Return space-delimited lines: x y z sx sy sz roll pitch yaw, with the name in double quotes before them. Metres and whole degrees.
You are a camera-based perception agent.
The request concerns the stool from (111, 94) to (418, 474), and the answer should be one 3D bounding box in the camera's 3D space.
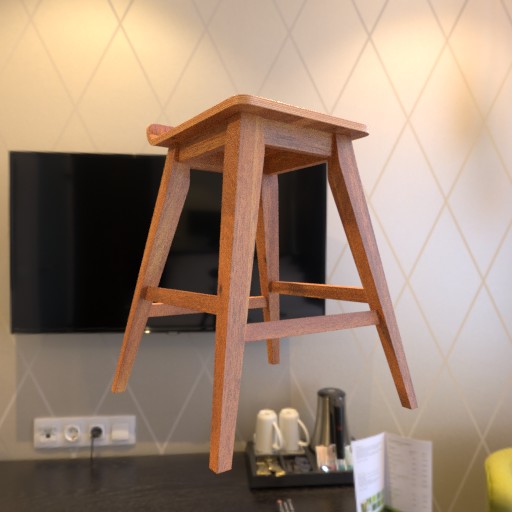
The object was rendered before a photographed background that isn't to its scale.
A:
"stool" 0.000 0.000 1.009 0.500 0.650 0.500 0 0 -36
